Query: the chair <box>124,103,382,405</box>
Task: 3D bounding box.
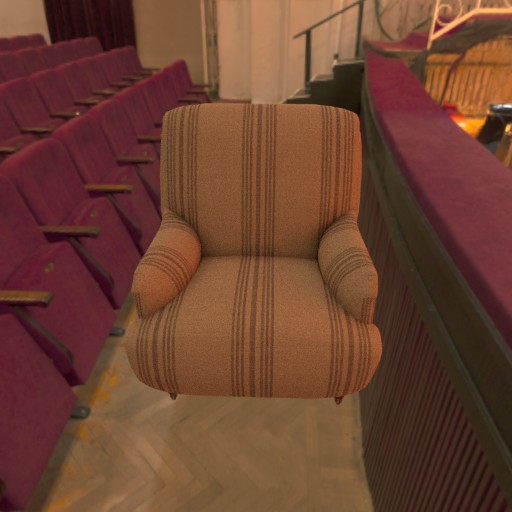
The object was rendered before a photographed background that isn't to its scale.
[{"bbox_3d":[0.000,0.000,1.612,0.813,0.940,0.914,1,30,2],"label":"chair"}]
